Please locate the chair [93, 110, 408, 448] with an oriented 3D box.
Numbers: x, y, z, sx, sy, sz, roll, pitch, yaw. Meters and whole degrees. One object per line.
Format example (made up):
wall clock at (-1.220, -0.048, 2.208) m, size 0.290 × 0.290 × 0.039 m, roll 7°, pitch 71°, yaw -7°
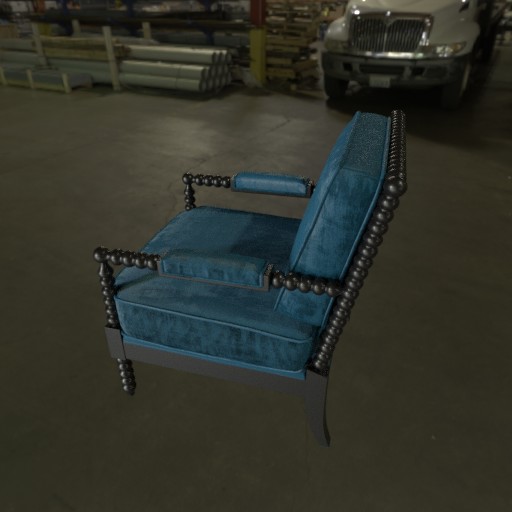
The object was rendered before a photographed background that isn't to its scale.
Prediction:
chair at (0.000, 0.000, 1.438) m, size 0.805 × 0.857 × 0.688 m, roll 8°, pitch 32°, yaw 14°
